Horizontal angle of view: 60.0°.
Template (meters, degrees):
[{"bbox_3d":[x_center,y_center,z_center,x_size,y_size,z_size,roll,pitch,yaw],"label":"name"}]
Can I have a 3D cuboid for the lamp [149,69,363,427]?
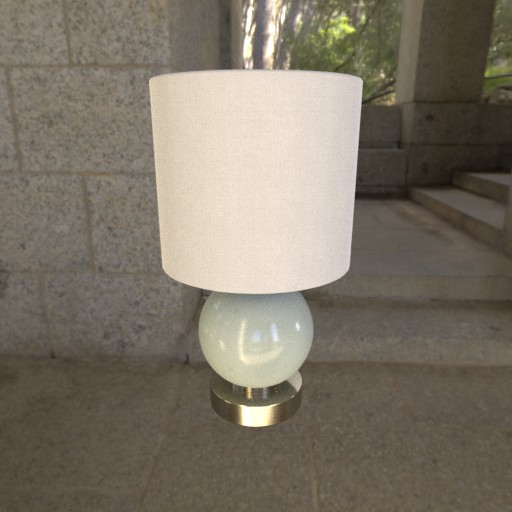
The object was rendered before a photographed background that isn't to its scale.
[{"bbox_3d":[0.000,0.000,0.478,0.201,0.353,0.201,-8,19,-26],"label":"lamp"}]
